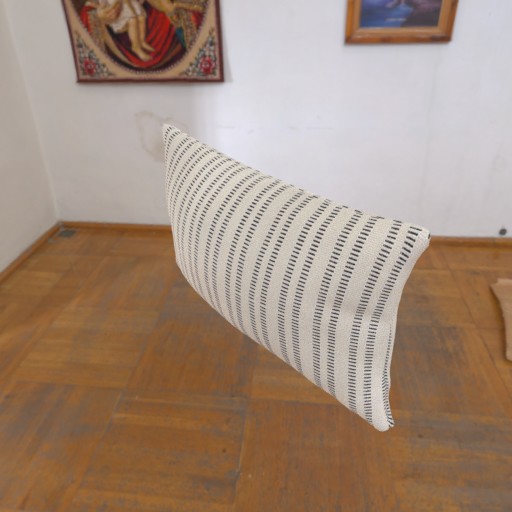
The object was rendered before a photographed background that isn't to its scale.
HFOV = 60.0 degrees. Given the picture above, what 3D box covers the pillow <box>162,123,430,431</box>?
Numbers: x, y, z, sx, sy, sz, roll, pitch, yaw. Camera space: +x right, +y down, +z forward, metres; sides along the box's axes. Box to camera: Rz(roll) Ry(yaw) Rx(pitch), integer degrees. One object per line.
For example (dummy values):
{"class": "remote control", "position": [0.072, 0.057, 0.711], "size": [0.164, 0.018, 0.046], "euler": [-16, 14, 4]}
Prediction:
{"class": "pillow", "position": [0.000, 0.000, 0.807], "size": [0.210, 0.353, 0.640], "euler": [-22, 37, -32]}
